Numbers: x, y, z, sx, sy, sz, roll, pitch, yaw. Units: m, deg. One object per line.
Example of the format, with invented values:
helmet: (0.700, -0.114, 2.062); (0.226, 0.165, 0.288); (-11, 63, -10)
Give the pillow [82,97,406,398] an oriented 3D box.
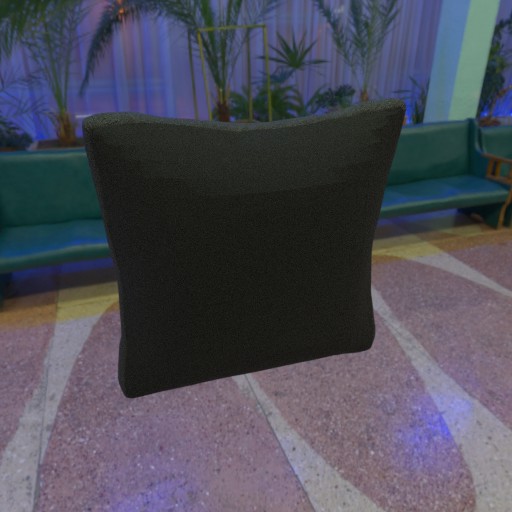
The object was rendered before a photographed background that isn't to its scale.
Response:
pillow: (0.000, 0.000, 0.794); (0.533, 0.523, 0.210); (-8, 28, -16)
